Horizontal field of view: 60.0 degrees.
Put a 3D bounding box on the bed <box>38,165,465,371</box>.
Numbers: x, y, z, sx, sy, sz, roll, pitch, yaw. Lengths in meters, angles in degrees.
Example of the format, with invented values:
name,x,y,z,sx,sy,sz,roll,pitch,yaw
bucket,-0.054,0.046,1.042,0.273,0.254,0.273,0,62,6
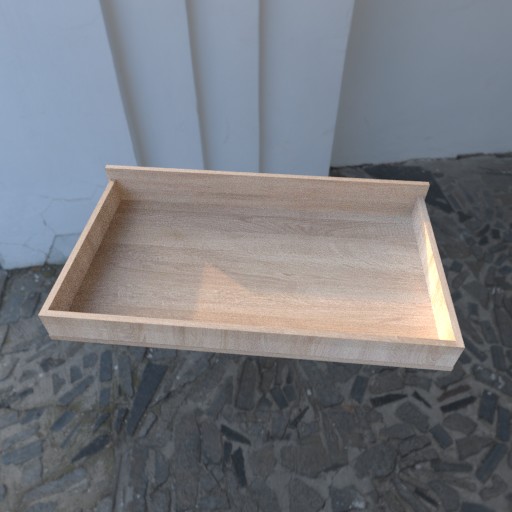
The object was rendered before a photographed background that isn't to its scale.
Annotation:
name,x,y,z,sx,sy,sz,roll,pitch,yaw
bed,0.000,0.000,1.496,1.200,0.209,0.685,4,46,4
